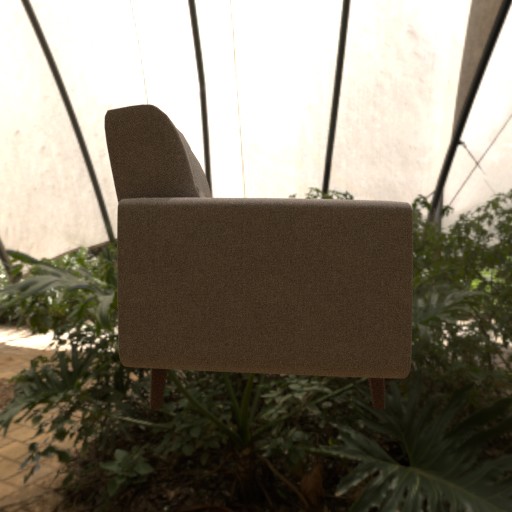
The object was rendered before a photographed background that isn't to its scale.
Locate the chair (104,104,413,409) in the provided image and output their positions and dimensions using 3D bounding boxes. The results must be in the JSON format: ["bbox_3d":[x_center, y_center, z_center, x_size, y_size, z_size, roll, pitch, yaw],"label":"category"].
[{"bbox_3d":[0.000,0.000,1.664,0.942,0.968,0.845,0,1,0],"label":"chair"}]
